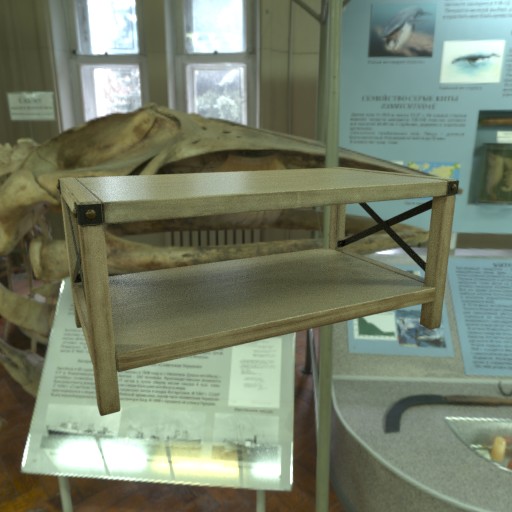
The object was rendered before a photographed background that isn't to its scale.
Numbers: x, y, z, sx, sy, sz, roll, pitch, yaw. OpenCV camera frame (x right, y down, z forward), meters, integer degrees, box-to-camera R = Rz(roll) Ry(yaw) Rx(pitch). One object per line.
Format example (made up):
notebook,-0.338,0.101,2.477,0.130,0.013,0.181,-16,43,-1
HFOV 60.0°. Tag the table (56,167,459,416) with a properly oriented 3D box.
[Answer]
table,0.000,0.000,1.317,1.016,0.456,0.559,-8,17,-26
